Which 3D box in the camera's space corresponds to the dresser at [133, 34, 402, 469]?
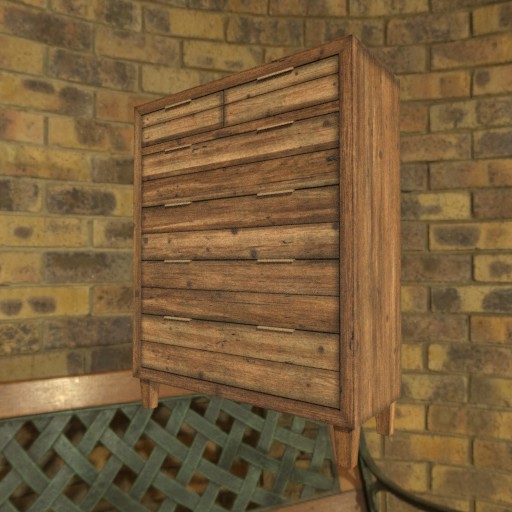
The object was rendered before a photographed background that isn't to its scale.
[{"bbox_3d":[0.000,0.000,1.849,1.067,1.359,0.438,-1,-1,37],"label":"dresser"}]
